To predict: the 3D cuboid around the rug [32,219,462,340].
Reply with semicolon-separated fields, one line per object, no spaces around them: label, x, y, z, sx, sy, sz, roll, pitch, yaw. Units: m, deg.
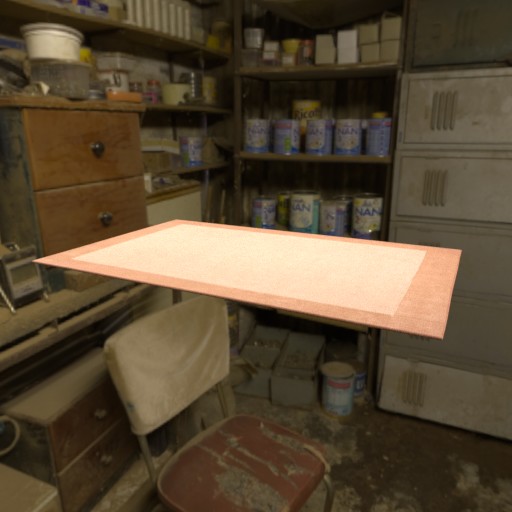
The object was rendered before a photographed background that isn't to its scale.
rug;0.000;0.000;2.955;2.438;0.014;1.524;8;18;26
